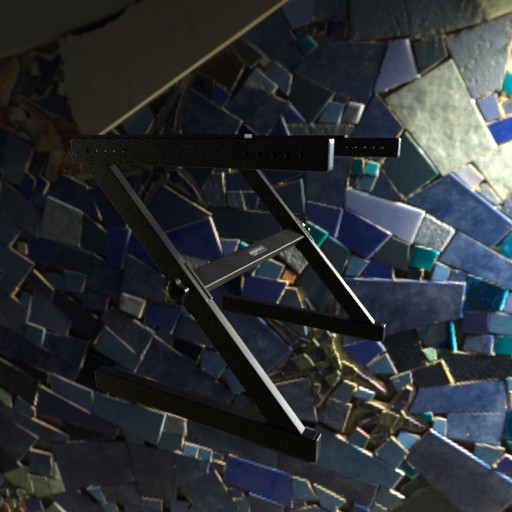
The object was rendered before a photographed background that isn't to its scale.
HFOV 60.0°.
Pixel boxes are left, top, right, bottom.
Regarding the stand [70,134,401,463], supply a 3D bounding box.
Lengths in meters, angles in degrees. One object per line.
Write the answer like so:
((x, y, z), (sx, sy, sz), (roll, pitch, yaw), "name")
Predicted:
((0.000, 0.000, 1.171), (0.586, 0.617, 0.700), (8, 17, 27), "stand")
